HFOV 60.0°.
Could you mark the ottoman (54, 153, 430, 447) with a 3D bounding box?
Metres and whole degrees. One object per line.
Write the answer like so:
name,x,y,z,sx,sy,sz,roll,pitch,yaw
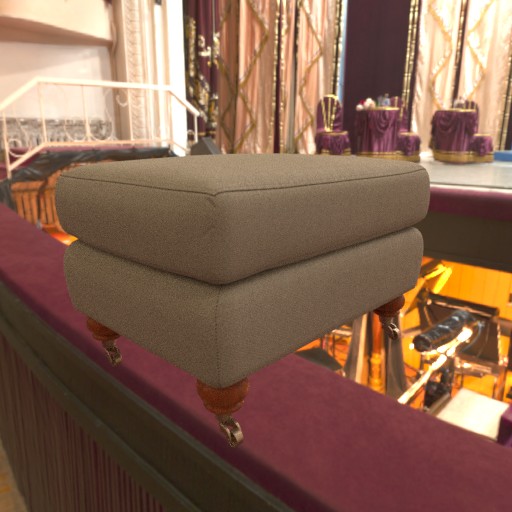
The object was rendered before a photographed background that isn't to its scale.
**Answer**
ottoman,0.000,0.000,1.117,0.569,0.499,0.773,14,20,42
